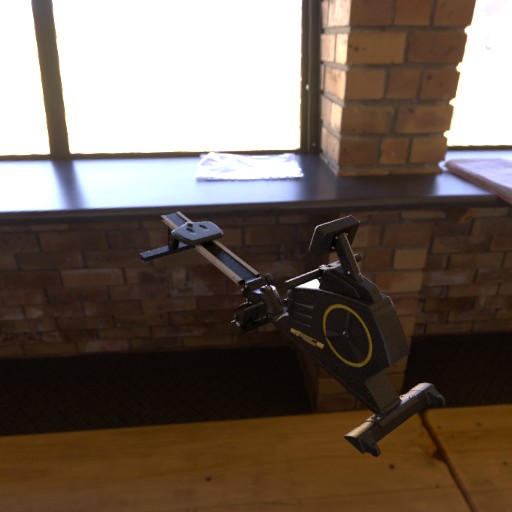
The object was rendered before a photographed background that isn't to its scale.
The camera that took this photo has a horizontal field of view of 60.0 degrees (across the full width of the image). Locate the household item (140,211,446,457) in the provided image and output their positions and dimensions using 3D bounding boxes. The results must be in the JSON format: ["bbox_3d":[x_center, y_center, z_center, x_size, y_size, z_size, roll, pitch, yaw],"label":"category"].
[{"bbox_3d":[0.000,0.000,2.527,0.521,0.810,2.251,-18,32,-32],"label":"household item"}]
